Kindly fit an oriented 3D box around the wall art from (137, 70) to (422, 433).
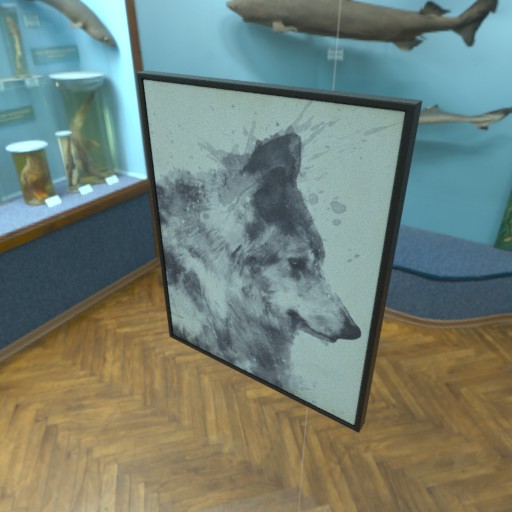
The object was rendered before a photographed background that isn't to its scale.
[{"bbox_3d":[0.000,0.000,0.752,0.451,0.551,0.028,19,35,29],"label":"wall art"}]
